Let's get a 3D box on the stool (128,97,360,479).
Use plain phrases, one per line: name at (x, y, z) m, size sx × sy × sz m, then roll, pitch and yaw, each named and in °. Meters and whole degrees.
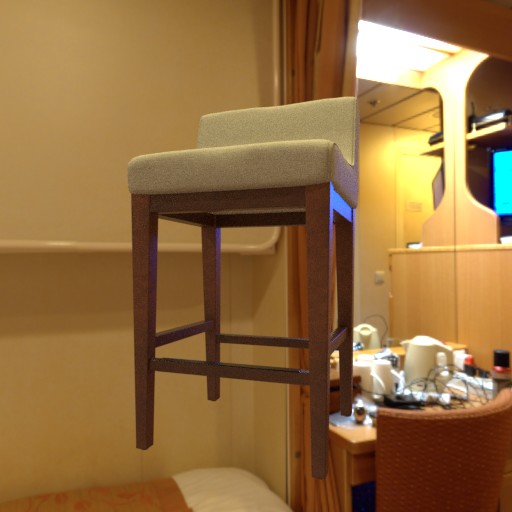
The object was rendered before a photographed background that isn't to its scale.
stool at (0.000, 0.000, 1.206) m, size 0.511 × 0.937 × 0.500 m, roll 0°, pitch -1°, yaw 20°
